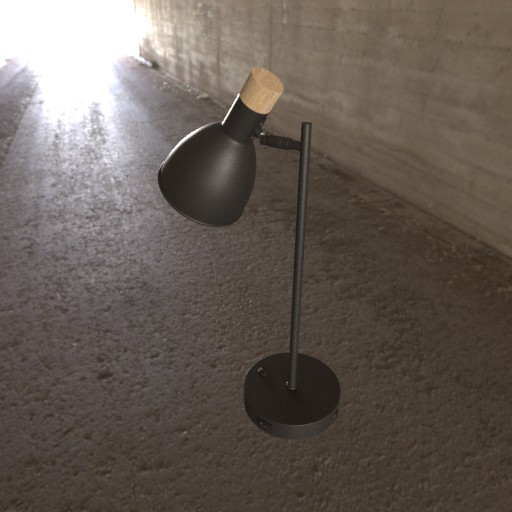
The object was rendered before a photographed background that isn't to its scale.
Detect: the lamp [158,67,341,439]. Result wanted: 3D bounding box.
[{"bbox_3d":[0.000,0.000,0.612,0.287,0.483,0.152,18,35,29],"label":"lamp"}]
